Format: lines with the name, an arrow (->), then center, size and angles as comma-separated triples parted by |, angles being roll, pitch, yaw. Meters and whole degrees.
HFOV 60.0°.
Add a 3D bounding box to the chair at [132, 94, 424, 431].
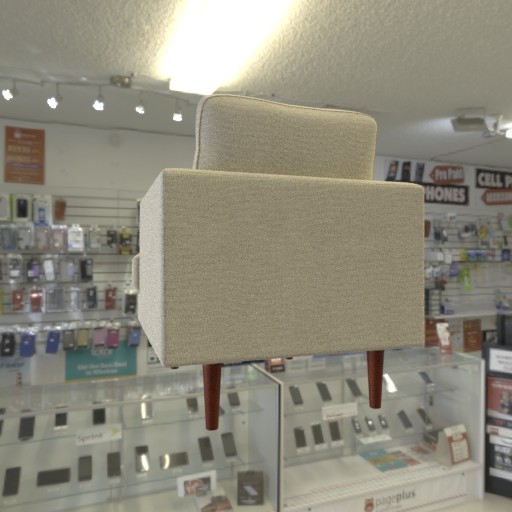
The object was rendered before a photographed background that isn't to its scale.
chair -> 0.000, 0.000, 1.671 | 0.858, 0.957, 0.899 | 0, 0, -19
